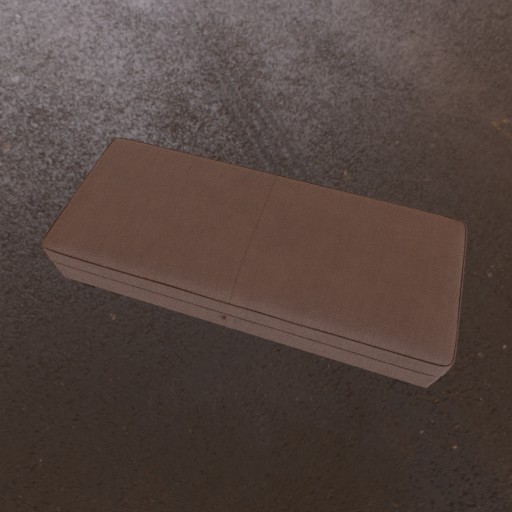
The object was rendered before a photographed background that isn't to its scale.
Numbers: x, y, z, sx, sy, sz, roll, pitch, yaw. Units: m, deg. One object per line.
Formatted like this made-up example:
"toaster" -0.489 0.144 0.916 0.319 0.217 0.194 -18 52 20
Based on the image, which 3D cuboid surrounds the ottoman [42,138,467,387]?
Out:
"ottoman" 0.000 0.000 2.069 1.764 0.470 0.751 15 59 10
